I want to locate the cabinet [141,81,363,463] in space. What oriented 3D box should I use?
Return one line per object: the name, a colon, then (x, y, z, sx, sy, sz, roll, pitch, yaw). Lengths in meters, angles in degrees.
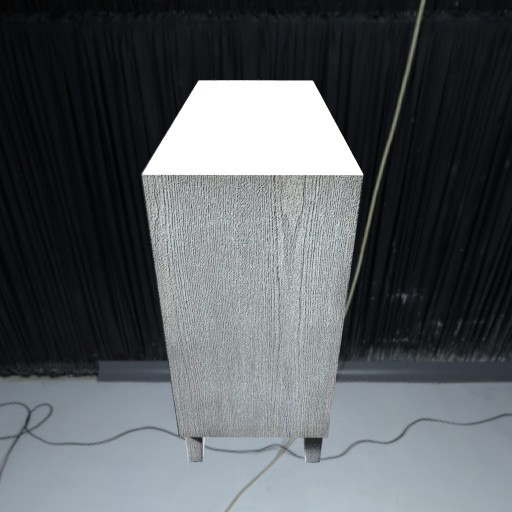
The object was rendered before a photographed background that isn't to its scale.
cabinet: (0.000, 0.000, 1.242, 0.370, 0.787, 0.781, 0, 32, 0)
